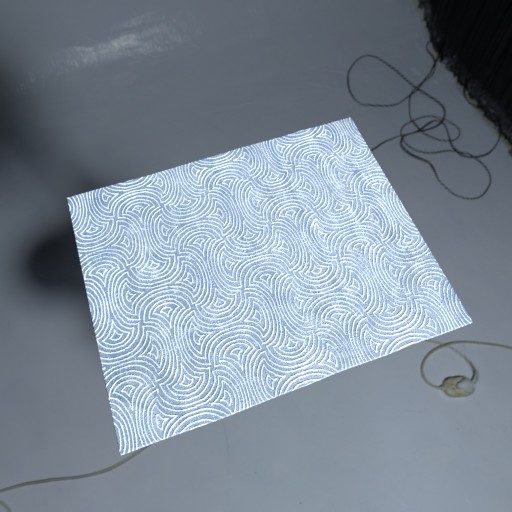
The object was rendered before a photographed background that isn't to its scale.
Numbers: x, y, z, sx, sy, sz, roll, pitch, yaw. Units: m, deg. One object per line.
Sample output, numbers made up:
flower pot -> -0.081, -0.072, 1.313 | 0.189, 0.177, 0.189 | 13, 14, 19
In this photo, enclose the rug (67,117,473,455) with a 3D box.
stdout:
rug -> 0.000, 0.000, 4.048 | 3.042, 0.021, 2.456 | -18, 65, -9
